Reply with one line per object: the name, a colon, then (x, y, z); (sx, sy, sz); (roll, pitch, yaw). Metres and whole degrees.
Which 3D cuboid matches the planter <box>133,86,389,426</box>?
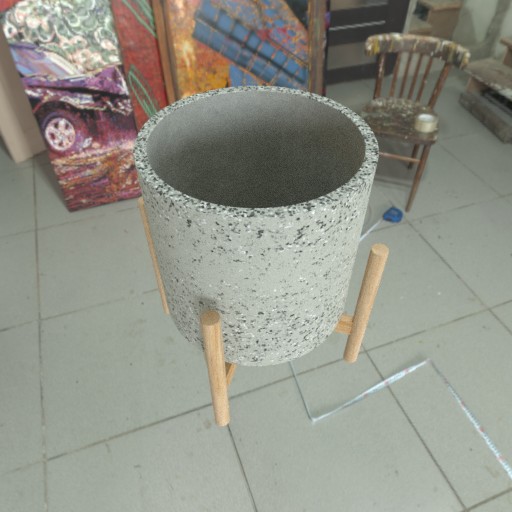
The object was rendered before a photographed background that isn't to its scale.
planter: (0.000, 0.000, 0.706); (0.360, 0.419, 0.360); (31, 53, 27)
